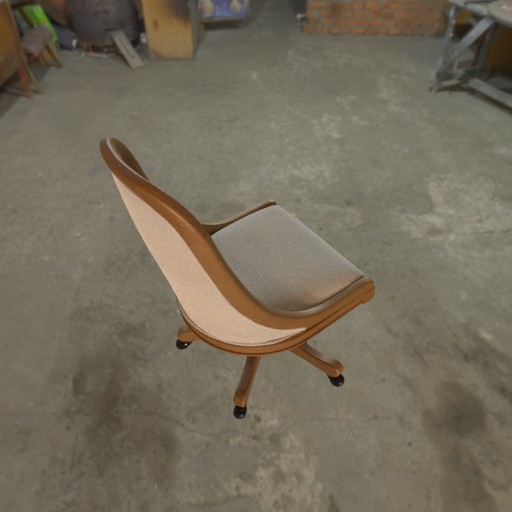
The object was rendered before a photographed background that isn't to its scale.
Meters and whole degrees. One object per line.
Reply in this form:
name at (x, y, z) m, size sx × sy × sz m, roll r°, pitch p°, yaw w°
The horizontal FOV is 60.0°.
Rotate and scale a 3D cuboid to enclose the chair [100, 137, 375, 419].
chair at (0.000, 0.000, 1.502) m, size 0.811 × 1.009 × 0.702 m, roll -25°, pitch 48°, yaw -25°
